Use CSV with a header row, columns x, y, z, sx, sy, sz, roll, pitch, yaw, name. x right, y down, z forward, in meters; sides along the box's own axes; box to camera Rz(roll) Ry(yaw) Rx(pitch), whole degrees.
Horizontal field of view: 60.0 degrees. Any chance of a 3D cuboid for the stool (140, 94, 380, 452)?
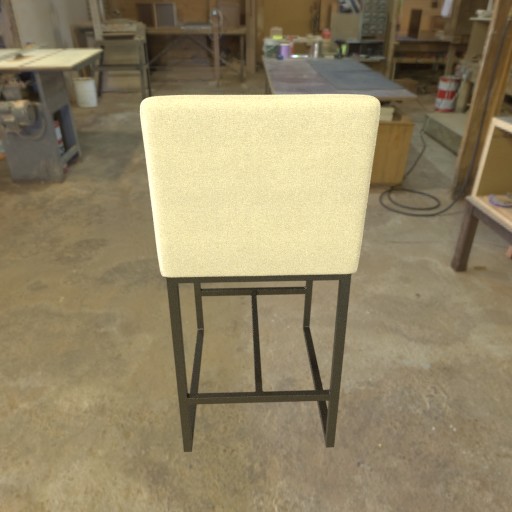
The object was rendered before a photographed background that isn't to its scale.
x,y,z,sx,sy,sz,roll,pitch,yaw,name
0.000,0.000,1.266,0.459,0.971,0.567,-1,30,-2,stool
